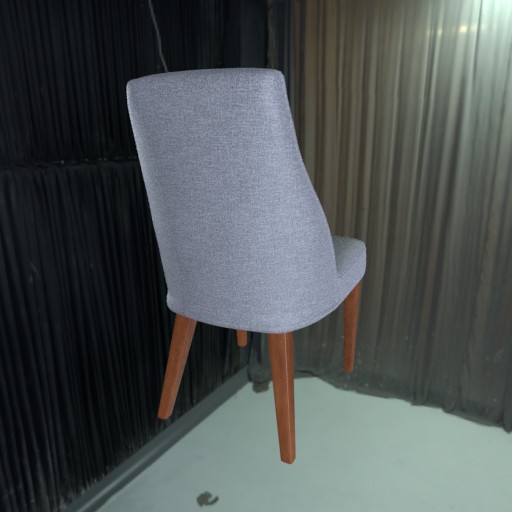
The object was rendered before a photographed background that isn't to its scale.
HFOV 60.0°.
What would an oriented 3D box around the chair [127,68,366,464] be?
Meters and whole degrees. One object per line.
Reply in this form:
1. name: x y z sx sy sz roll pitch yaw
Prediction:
1. chair: 0.000 0.000 1.268 0.500 0.930 0.620 8 18 26
